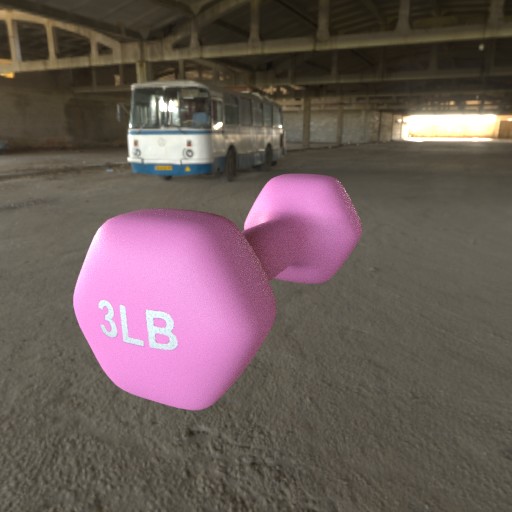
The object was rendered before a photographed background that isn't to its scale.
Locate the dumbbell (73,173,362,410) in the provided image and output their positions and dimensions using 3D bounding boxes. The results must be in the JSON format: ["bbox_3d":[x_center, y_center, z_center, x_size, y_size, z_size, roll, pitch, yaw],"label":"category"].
[{"bbox_3d":[0.000,0.000,0.190,0.064,0.058,0.159,7,18,24],"label":"dumbbell"}]
